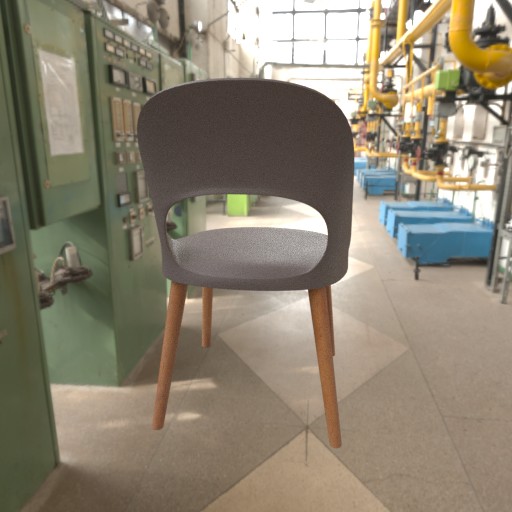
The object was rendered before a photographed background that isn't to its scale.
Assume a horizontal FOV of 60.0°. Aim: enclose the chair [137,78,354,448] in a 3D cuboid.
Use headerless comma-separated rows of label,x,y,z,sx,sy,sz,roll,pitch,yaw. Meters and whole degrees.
chair,0.000,0.000,1.142,0.470,0.794,0.556,2,15,8
